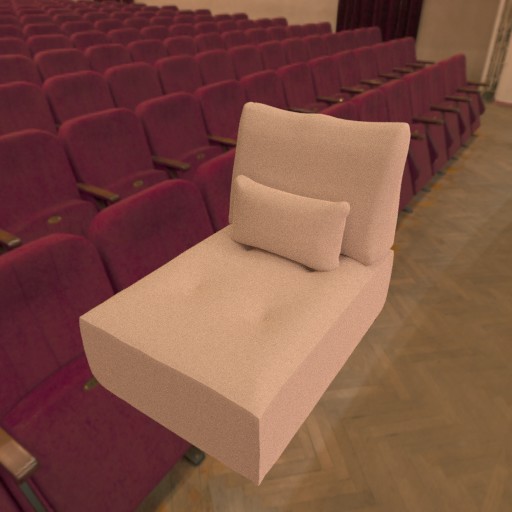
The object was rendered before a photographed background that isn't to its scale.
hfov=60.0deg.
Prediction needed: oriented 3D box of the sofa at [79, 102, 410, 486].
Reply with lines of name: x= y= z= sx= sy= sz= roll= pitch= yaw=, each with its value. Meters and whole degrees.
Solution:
sofa: x=0.000 y=0.000 z=1.542 sx=0.700 sy=0.820 sz=1.000 roll=19 pitch=35 yaw=29
